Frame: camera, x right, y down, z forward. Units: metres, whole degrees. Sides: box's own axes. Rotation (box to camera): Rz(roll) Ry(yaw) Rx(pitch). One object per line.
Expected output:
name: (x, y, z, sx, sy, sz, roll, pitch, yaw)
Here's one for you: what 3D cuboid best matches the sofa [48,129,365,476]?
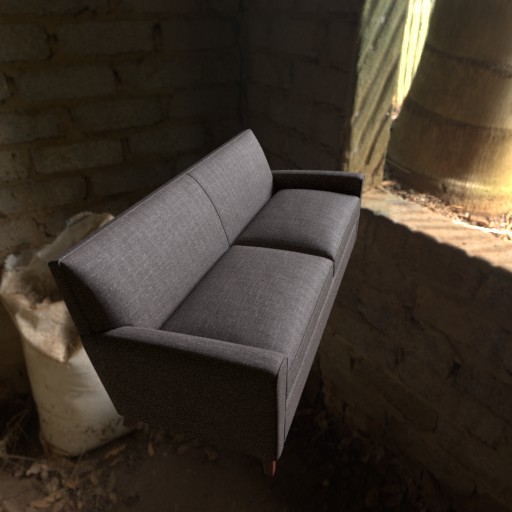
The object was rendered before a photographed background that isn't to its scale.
sofa: (0.000, 0.000, 2.400, 0.875, 0.846, 1.976, 10, 32, 17)
